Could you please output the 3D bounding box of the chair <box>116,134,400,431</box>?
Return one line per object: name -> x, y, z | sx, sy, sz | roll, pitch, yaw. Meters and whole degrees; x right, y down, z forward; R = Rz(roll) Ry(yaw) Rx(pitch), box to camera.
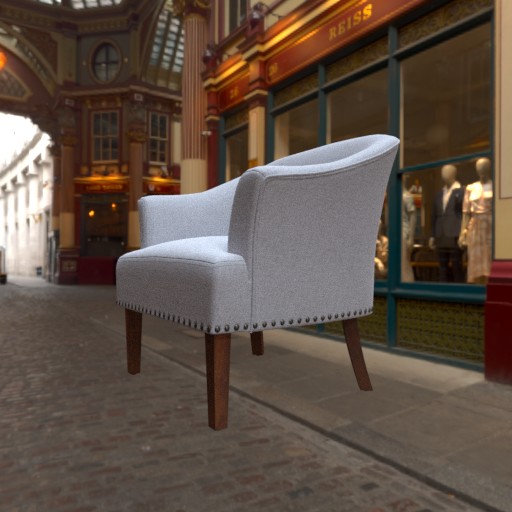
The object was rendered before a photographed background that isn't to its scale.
chair -> 0.000, 0.000, 1.442 | 0.704, 0.815, 0.798 | 0, 1, -35
